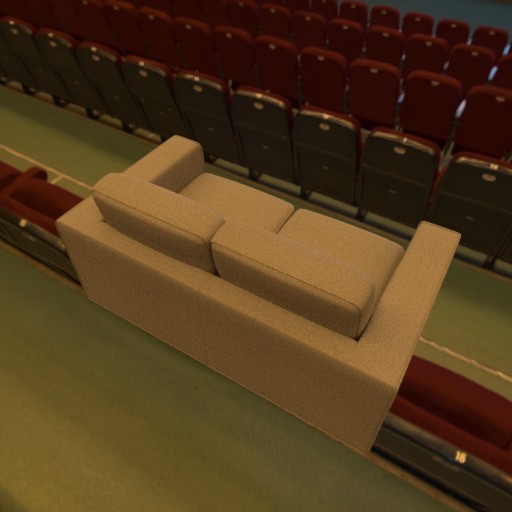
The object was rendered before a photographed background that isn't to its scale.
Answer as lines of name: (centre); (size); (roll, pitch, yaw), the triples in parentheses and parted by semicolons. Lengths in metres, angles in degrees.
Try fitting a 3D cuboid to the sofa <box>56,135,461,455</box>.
sofa: (0.000, 0.000, 2.388); (1.812, 0.924, 1.007); (24, 50, 21)
